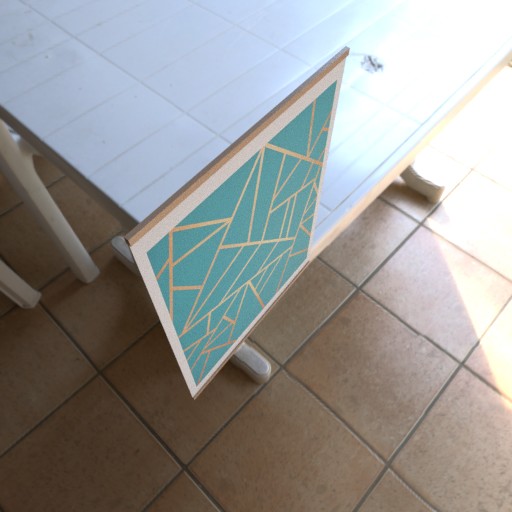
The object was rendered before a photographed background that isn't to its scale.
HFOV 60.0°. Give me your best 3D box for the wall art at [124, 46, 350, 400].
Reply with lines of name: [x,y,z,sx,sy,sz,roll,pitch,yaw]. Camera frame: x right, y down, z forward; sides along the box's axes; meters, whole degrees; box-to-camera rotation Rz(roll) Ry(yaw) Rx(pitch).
wall art: [0.000,0.000,1.383,0.013,1.016,0.758,33,62,20]
